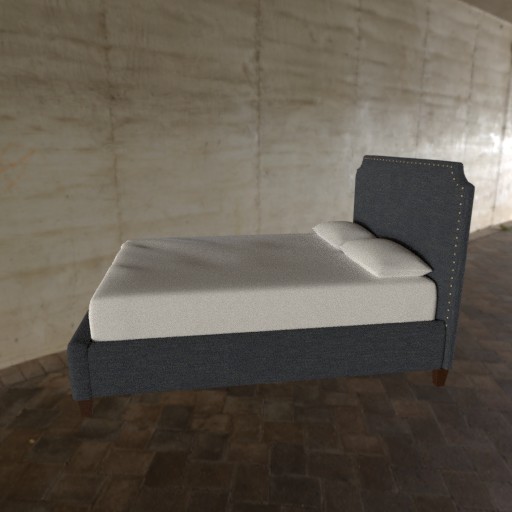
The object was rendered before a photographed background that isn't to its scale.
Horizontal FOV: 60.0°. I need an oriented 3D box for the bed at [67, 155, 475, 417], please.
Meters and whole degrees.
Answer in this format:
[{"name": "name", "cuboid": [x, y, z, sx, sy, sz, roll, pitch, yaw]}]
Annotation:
[{"name": "bed", "cuboid": [0.000, 0.000, 3.348, 2.372, 1.443, 1.713, -2, 15, -8]}]
